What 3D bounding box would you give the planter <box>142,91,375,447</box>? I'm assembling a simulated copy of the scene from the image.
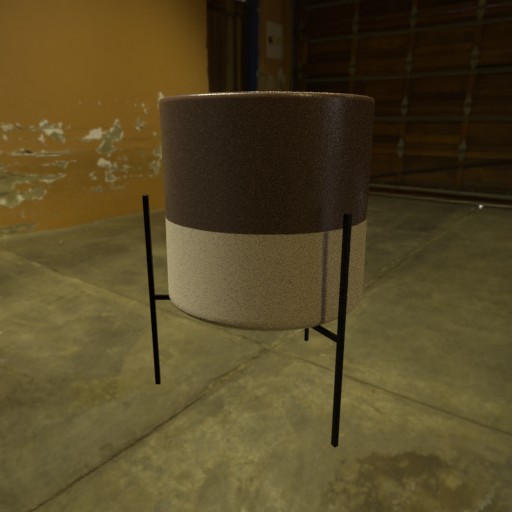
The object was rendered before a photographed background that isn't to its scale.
[{"bbox_3d":[0.000,0.000,0.527,0.260,0.353,0.250,-2,16,-7],"label":"planter"}]
